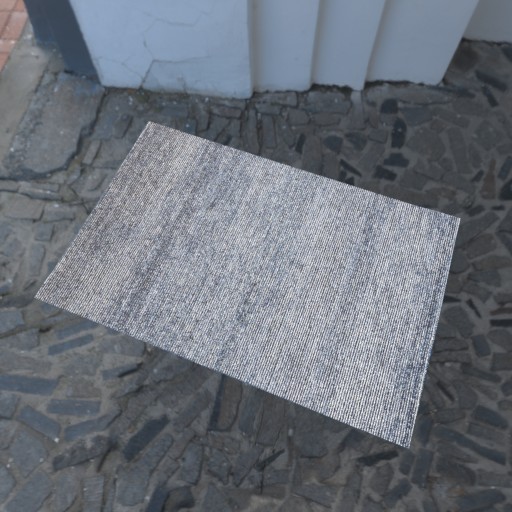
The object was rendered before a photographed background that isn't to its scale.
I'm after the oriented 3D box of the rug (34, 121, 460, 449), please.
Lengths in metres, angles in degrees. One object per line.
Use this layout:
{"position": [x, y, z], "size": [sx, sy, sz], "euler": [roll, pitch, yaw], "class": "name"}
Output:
{"position": [0.000, 0.000, 2.104], "size": [1.740, 0.010, 1.135], "euler": [20, 65, 9], "class": "rug"}
